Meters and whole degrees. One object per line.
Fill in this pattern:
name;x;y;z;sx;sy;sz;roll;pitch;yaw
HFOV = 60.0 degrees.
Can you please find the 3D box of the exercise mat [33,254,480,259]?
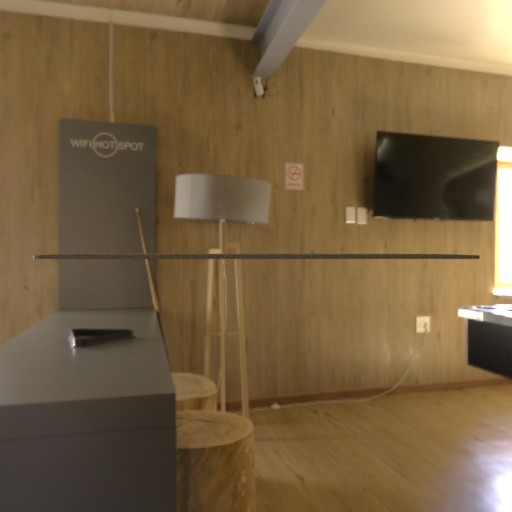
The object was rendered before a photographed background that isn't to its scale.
exercise mat;0.000;0.000;2.120;1.884;0.021;0.616;0;0;1
